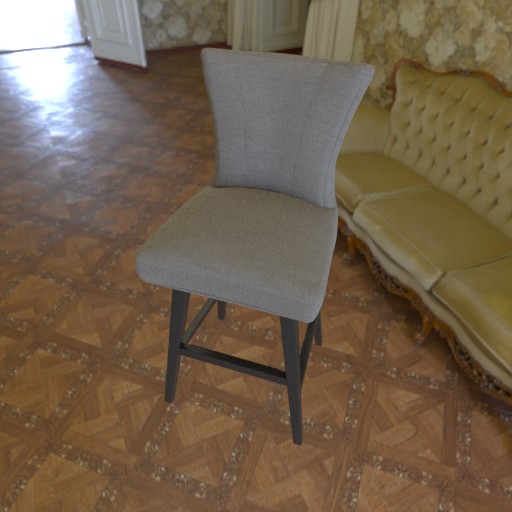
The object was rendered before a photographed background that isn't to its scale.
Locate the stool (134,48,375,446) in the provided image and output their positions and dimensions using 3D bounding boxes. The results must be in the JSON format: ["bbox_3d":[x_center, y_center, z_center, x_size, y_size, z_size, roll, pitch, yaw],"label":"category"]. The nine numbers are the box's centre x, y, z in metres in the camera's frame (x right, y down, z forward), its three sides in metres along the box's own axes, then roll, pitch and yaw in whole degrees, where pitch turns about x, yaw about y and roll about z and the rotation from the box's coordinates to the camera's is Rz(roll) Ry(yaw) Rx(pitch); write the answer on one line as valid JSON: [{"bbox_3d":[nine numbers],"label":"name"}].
[{"bbox_3d":[0.000,0.000,1.408,0.514,1.086,0.574,12,41,15],"label":"stool"}]
